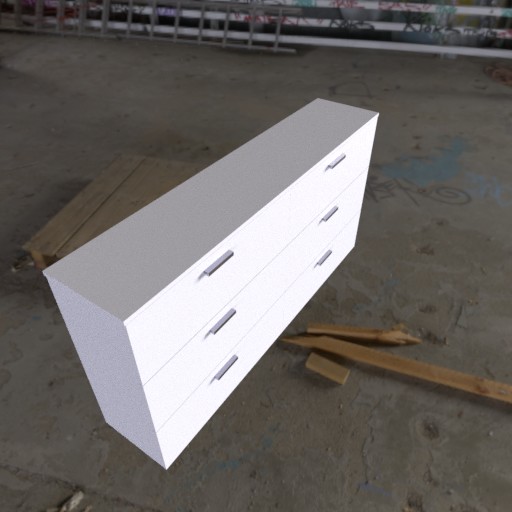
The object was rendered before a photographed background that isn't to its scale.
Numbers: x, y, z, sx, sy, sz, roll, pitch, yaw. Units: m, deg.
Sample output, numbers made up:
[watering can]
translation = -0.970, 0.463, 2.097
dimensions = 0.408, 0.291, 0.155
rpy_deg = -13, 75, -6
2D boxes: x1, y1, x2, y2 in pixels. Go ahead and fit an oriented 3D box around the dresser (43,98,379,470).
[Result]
[dresser]
translation = 0.000, 0.000, 1.857
dimensions = 0.333, 0.790, 1.535
rpy_deg = 24, 46, 26
